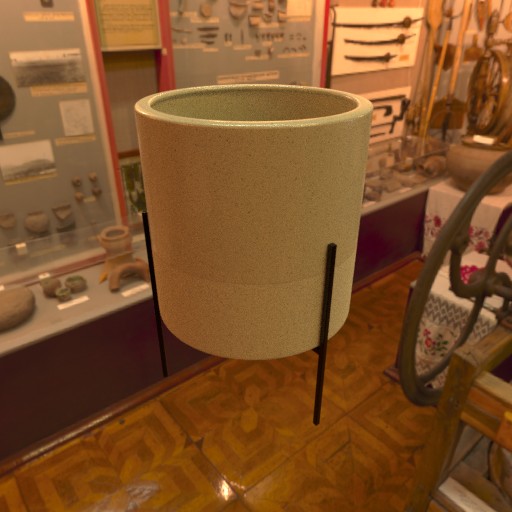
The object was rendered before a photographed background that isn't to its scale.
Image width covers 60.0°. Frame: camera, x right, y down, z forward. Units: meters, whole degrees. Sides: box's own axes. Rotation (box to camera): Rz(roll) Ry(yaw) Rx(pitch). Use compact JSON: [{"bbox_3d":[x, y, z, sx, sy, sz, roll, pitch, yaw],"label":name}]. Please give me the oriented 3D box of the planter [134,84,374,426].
[{"bbox_3d":[0.000,0.000,0.706,0.314,0.475,0.323,-20,34,-32],"label":"planter"}]
